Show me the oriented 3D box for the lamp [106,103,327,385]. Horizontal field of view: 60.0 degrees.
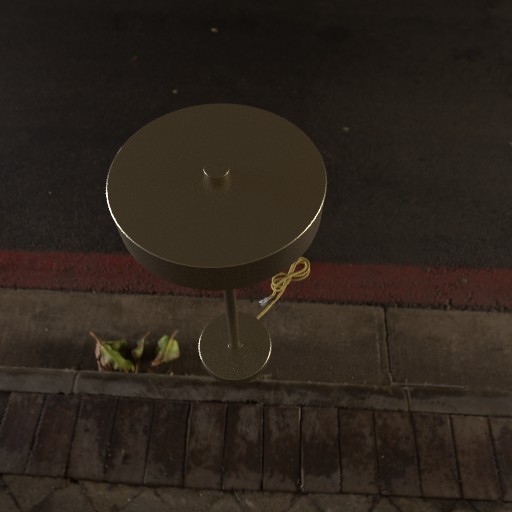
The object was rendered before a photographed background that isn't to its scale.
[{"bbox_3d":[0.000,0.000,0.700,0.229,0.508,0.369,31,62,18],"label":"lamp"}]
